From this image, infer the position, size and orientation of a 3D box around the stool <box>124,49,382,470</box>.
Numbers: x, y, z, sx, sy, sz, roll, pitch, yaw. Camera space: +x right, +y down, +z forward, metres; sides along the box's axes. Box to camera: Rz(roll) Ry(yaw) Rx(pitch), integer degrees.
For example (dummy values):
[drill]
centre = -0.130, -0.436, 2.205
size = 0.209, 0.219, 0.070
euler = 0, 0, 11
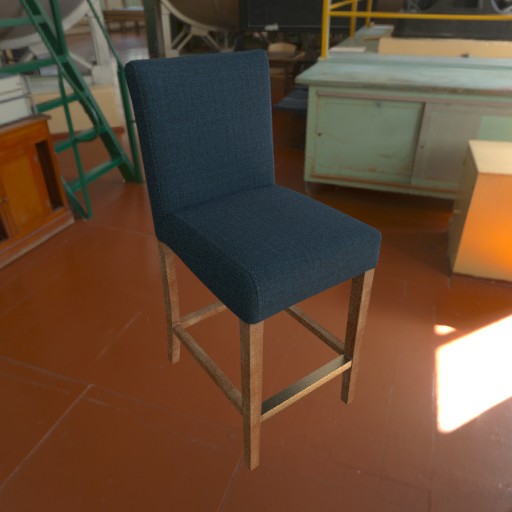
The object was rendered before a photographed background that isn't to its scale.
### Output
[stool]
centre = 0.000, 0.000, 1.302
size = 0.454, 1.039, 0.567
euler = -21, 37, -30
